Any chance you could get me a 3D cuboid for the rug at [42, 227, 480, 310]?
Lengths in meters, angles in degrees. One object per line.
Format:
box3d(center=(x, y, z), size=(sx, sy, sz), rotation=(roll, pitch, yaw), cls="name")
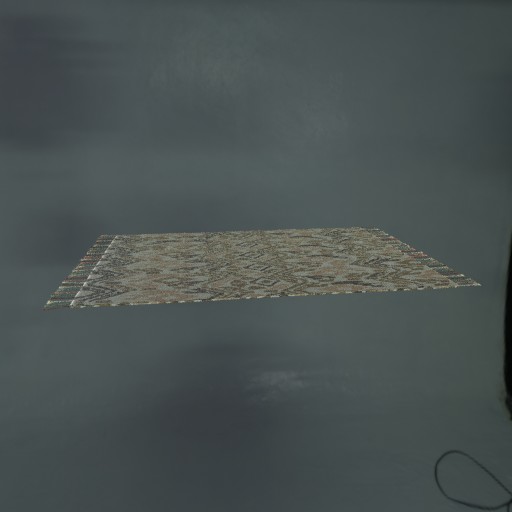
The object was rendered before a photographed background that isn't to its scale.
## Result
box3d(center=(0.000, 0.000, 2.373), size=(1.829, 0.008, 1.219), rotation=(-2, 16, -8), cls="rug")
